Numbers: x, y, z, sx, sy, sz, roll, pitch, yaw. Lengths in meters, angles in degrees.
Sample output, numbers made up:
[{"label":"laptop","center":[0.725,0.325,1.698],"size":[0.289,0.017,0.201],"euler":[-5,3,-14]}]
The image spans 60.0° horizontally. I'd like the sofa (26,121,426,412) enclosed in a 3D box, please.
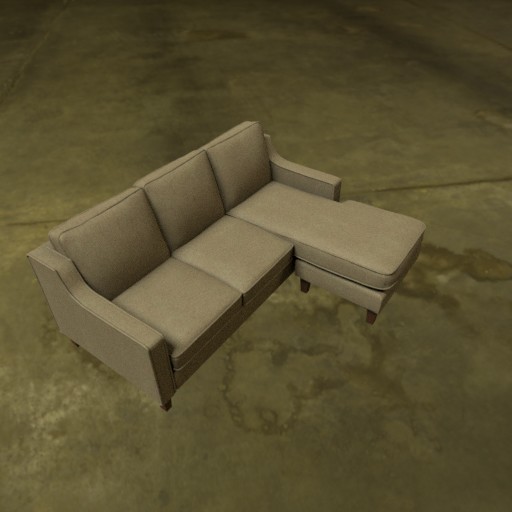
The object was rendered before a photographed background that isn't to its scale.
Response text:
[{"label":"sofa","center":[0.000,0.000,3.270],"size":[1.858,1.081,2.317],"euler":[24,45,27]}]
